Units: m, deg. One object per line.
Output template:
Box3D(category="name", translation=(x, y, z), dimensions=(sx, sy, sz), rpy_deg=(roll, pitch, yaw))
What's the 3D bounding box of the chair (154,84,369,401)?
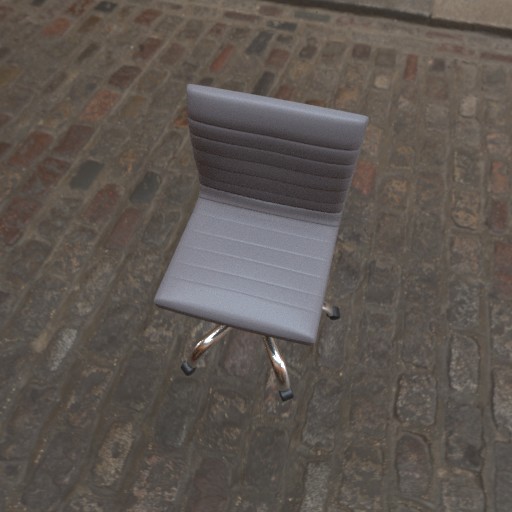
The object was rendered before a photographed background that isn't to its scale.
Box3D(category="chair", translation=(0.000, 0.000, 1.172), dimensions=(0.556, 0.780, 0.530), rpy_deg=(13, 61, 7))
